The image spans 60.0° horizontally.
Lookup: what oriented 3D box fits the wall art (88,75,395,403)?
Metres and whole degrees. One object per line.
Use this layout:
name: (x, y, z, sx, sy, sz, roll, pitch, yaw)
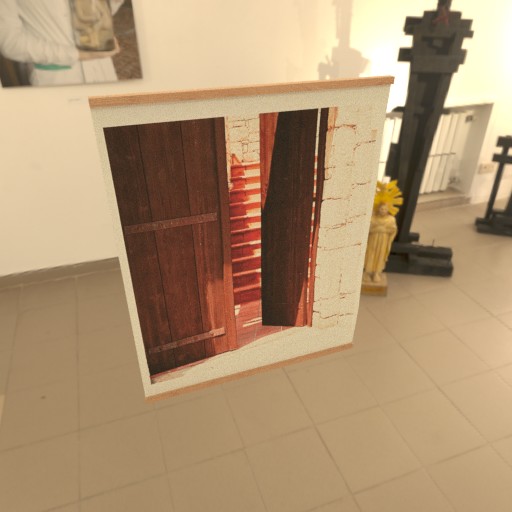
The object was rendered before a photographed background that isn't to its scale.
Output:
wall art: (0.000, 0.000, 0.695, 0.406, 0.508, 0.013, -11, 33, -17)
